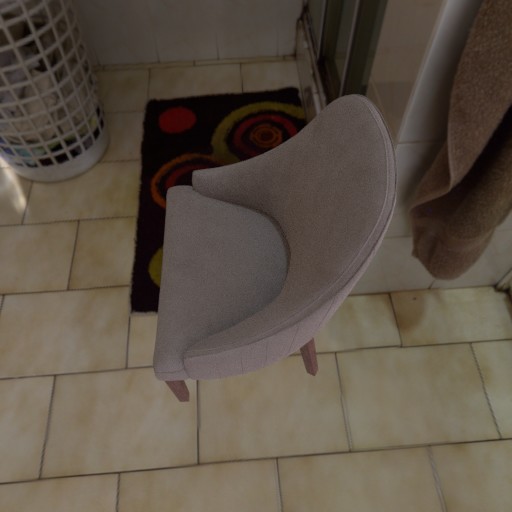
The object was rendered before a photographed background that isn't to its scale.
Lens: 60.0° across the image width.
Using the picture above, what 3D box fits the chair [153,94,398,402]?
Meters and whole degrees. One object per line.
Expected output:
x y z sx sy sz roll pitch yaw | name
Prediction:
0.000 0.000 1.282 0.575 0.889 0.643 -2 59 -1 | chair
